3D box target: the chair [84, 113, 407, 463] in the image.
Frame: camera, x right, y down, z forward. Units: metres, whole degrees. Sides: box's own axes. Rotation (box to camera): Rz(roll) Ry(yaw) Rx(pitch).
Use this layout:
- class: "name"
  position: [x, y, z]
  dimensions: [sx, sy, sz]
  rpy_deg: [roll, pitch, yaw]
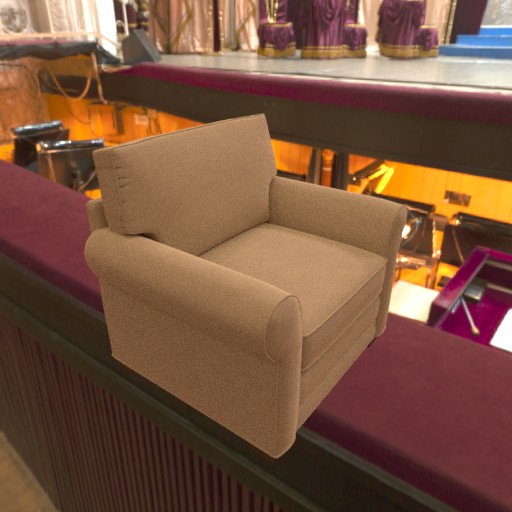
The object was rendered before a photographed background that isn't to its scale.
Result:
- class: "chair"
  position: [0.000, 0.000, 1.765]
  dimensions: [0.863, 0.955, 1.040]
  rpy_deg: [19, 32, 32]
